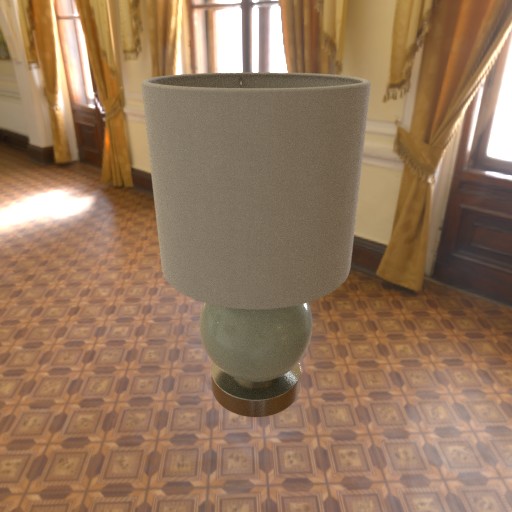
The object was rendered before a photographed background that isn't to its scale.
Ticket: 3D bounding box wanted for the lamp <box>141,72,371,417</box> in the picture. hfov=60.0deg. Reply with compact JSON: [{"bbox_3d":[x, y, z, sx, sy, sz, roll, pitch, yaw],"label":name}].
[{"bbox_3d":[0.000,0.000,0.474,0.201,0.353,0.201,-17,30,-31],"label":"lamp"}]
